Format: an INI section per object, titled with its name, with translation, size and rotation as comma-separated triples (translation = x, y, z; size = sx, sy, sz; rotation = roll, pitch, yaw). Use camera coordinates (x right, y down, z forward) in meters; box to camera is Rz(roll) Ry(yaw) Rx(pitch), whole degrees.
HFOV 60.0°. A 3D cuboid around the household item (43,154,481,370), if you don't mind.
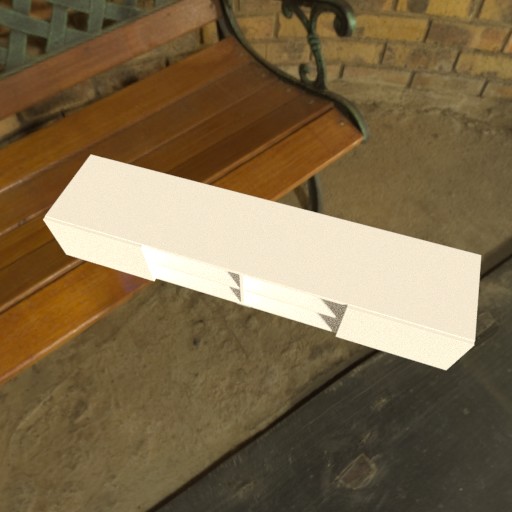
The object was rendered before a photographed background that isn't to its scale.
[household item]
translation = 0.000, 0.000, 2.039
size = 1.850, 0.310, 0.420
rotation = 16, 59, 10
